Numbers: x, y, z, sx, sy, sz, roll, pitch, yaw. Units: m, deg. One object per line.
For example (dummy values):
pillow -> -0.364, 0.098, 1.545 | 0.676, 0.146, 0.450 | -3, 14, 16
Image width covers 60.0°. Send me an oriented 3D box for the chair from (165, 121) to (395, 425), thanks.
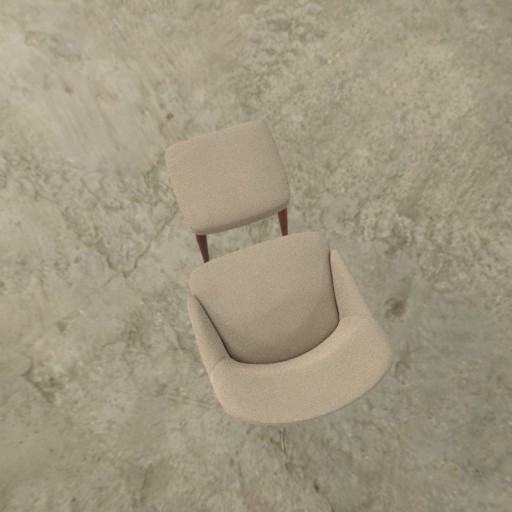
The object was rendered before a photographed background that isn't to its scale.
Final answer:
chair -> 0.000, 0.000, 1.659 | 0.584, 0.866, 1.114 | -18, 76, -5
